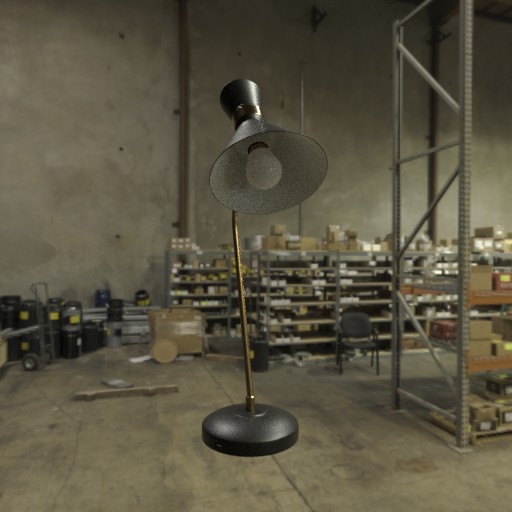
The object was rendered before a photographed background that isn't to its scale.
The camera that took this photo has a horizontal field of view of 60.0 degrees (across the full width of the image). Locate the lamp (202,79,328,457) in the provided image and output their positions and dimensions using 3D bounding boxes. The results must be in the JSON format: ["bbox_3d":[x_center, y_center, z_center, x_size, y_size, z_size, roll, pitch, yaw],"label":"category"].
[{"bbox_3d":[0.000,0.000,0.765,0.189,0.647,0.292,0,0,-18],"label":"lamp"}]
